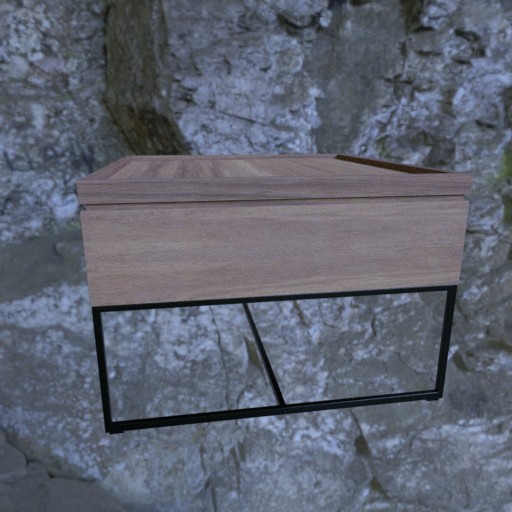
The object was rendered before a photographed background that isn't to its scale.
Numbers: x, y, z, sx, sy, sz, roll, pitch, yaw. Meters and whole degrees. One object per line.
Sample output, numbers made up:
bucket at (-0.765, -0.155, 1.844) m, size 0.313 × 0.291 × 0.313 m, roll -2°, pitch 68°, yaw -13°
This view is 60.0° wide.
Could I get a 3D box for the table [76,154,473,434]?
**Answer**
table at (0.000, 0.000, 1.123) m, size 0.676 × 0.464 × 0.679 m, roll -3°, pitch 16°, yaw -9°
